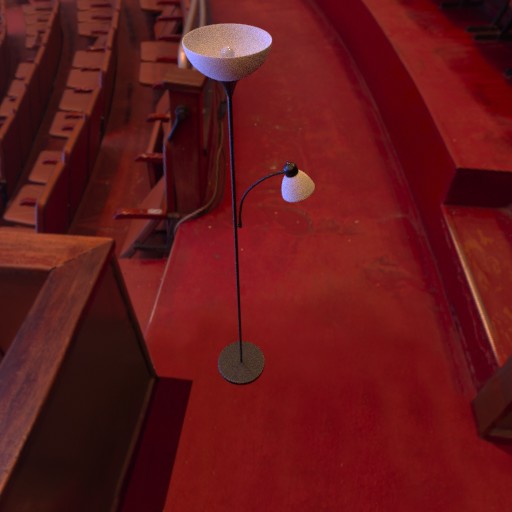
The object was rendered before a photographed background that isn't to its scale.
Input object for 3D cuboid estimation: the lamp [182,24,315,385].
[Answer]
[{"bbox_3d":[0.000,0.000,1.946,0.442,1.804,0.279,3,45,3],"label":"lamp"}]
